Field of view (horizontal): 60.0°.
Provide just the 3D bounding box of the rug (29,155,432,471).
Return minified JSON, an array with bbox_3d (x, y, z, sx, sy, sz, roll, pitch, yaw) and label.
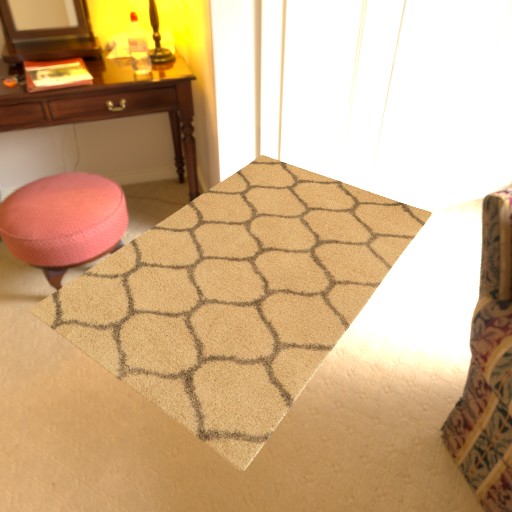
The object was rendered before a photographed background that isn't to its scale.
[{"bbox_3d":[0.000,0.000,3.379,1.801,0.026,2.701,25,46,27],"label":"rug"}]
